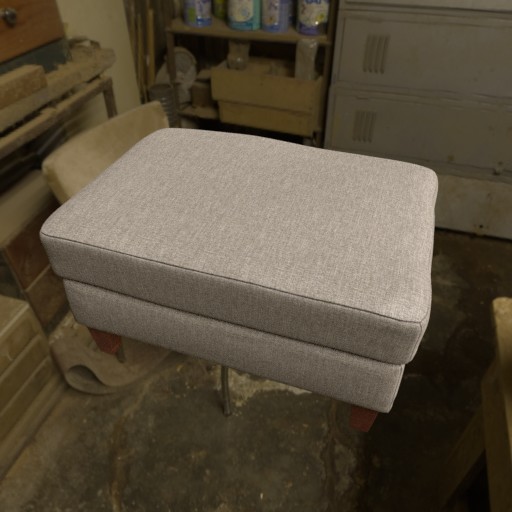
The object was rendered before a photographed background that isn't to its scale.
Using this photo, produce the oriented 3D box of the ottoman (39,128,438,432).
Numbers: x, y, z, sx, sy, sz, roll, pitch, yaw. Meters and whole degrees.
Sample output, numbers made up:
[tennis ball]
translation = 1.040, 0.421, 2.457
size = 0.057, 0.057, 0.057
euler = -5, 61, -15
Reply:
[ottoman]
translation = 0.000, 0.000, 1.237
size = 0.873, 0.494, 0.639
euler = 12, 42, 14
